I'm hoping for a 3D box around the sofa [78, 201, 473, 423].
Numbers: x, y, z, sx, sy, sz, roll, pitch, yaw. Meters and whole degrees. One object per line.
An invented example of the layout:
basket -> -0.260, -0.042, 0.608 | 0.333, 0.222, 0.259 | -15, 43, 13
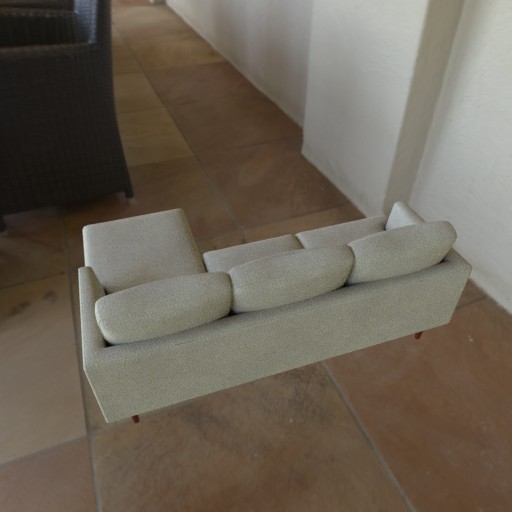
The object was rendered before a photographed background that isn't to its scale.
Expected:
sofa -> 0.000, 0.000, 3.025 | 2.233, 0.956, 1.504 | -13, 43, -14
